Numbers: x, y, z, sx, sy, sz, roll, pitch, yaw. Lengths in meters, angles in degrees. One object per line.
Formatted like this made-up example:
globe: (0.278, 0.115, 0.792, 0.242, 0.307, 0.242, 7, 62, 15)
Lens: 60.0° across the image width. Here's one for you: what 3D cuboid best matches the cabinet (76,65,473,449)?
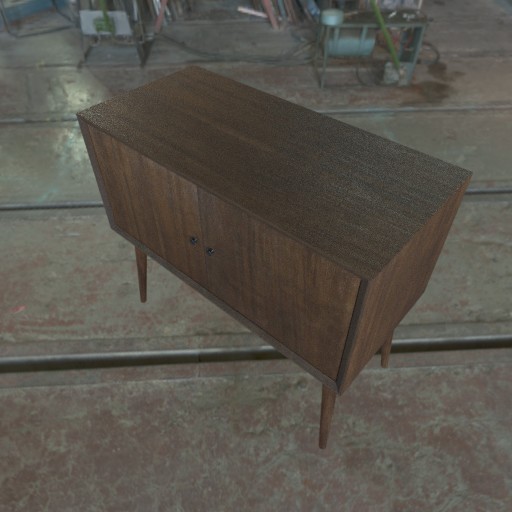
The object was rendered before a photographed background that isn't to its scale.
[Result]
cabinet: (0.000, 0.000, 1.118, 0.743, 0.654, 0.354, 32, 53, 28)
